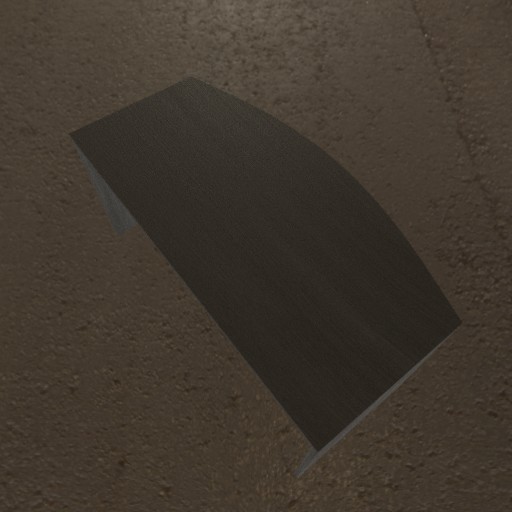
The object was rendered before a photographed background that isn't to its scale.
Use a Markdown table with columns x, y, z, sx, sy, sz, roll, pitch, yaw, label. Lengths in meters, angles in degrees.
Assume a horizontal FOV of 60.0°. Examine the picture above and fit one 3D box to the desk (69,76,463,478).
| x | y | z | sx | sy | sz | roll | pitch | yaw | label |
| --- | --- | --- | --- | --- | --- | --- | --- | --- | --- |
| 0.000 | 0.000 | 2.022 | 0.802 | 0.750 | 1.600 | -33 | 64 | -19 | desk |
